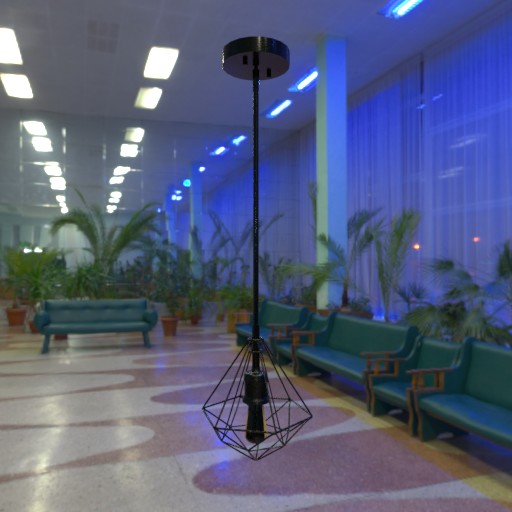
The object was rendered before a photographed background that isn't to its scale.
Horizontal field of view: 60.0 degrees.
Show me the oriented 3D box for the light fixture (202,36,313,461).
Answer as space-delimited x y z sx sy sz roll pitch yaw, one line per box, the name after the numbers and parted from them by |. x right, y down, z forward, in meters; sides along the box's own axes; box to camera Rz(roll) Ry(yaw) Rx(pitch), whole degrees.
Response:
0.000 0.000 1.920 0.431 1.764 0.487 0 -1 -18 | light fixture
